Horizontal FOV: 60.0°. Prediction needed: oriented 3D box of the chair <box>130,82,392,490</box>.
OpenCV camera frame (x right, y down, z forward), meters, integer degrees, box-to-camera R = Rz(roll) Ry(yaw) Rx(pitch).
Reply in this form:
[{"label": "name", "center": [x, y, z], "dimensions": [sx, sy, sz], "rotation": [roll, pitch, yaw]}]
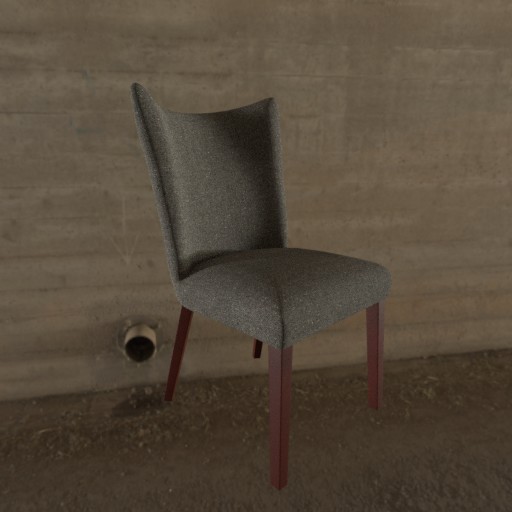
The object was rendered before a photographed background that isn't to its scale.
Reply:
[{"label": "chair", "center": [0.000, 0.000, 1.279], "dimensions": [0.623, 0.924, 0.535], "rotation": [14, 20, 43]}]
